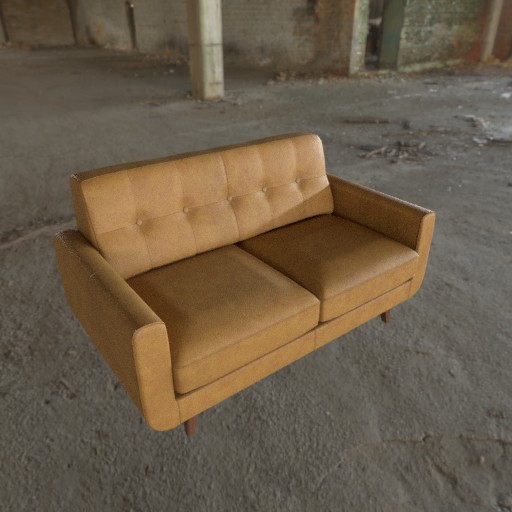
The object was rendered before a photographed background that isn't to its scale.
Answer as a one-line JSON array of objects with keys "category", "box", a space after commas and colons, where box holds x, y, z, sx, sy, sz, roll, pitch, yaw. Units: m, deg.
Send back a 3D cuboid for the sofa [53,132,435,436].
[{"category": "sofa", "box": [0.000, 0.000, 2.215, 1.651, 0.925, 0.952, -20, 34, -32]}]
